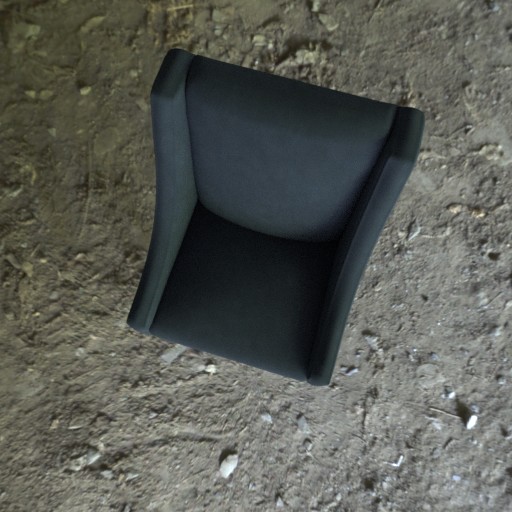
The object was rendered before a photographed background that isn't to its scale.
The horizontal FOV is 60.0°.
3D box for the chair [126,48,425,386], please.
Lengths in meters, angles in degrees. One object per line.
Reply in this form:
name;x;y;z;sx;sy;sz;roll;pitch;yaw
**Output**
chair;0.000;0.000;1.345;0.629;0.895;0.629;16;75;4
